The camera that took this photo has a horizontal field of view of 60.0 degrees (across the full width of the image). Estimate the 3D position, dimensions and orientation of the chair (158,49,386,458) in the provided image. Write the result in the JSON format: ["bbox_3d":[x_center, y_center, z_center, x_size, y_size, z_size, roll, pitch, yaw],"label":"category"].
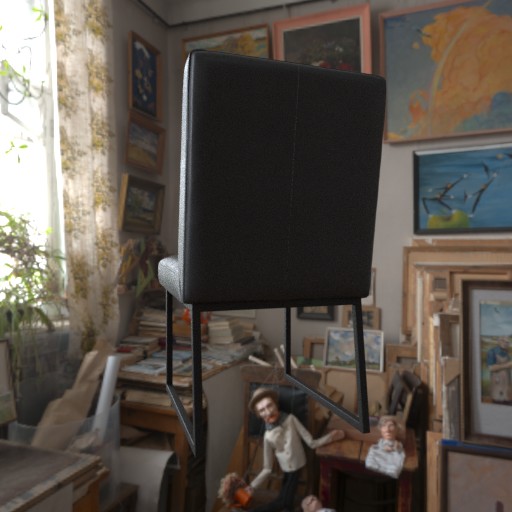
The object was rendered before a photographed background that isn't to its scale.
[{"bbox_3d":[0.000,0.000,1.334,0.520,0.930,0.634,0,0,-18],"label":"chair"}]
